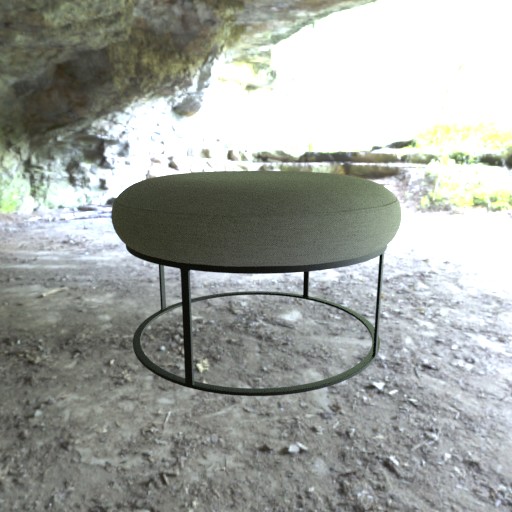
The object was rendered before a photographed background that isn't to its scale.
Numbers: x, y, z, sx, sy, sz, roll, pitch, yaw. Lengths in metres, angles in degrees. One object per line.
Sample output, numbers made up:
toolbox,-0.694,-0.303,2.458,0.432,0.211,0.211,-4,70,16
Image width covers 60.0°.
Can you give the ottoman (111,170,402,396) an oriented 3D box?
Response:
ottoman,0.000,0.000,1.260,0.769,0.459,0.769,0,14,0
